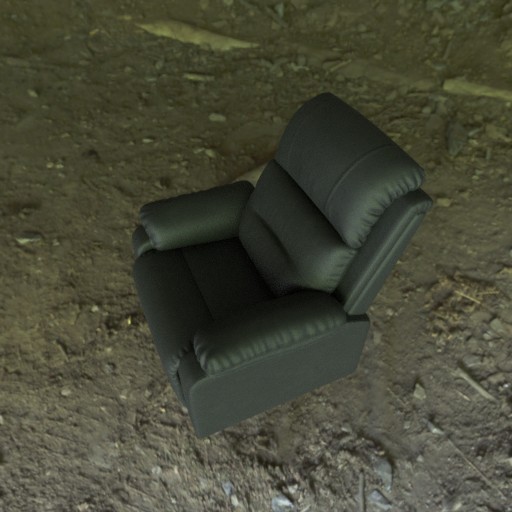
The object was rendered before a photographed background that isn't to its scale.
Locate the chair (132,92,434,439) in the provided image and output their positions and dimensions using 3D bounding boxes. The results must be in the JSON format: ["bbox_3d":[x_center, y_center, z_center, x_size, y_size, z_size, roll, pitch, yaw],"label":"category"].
[{"bbox_3d":[0.000,0.000,1.713,0.919,0.992,0.855,-18,49,-17],"label":"chair"}]
